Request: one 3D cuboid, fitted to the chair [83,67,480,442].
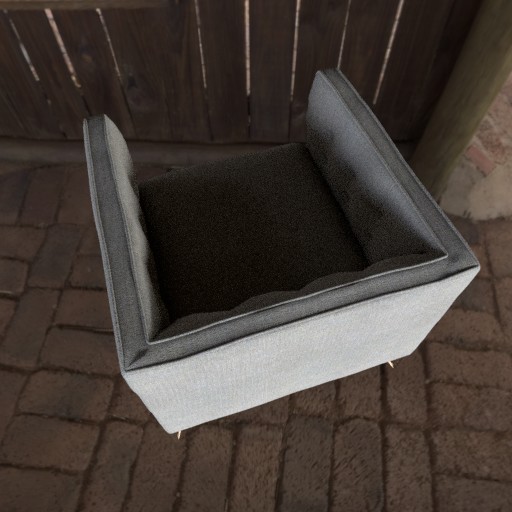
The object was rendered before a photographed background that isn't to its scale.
[{"bbox_3d":[0.000,0.000,1.574,0.920,0.799,0.912,-15,58,-10],"label":"chair"}]
